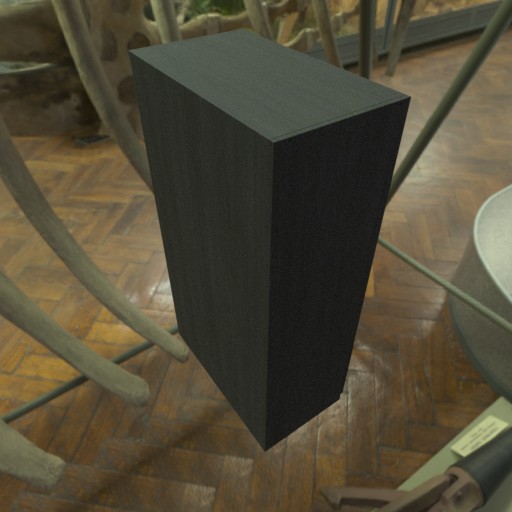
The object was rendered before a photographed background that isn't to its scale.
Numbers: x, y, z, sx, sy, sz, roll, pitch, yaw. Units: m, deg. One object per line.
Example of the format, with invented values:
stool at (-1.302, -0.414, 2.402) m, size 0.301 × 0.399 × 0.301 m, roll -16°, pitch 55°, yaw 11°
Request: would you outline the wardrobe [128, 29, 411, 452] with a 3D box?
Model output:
wardrobe at (0.000, 0.000, 2.221) m, size 0.577 × 1.808 × 0.991 m, roll -25°, pitch 47°, yaw -26°
